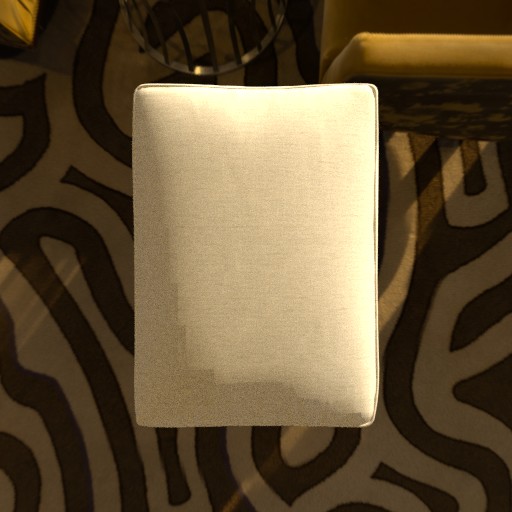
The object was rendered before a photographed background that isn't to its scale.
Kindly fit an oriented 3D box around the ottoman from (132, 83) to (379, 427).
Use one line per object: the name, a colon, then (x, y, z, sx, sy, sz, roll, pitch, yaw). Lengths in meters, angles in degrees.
ottoman: (0.000, 0.000, 0.978, 0.501, 0.406, 0.665, 0, 91, 0)
